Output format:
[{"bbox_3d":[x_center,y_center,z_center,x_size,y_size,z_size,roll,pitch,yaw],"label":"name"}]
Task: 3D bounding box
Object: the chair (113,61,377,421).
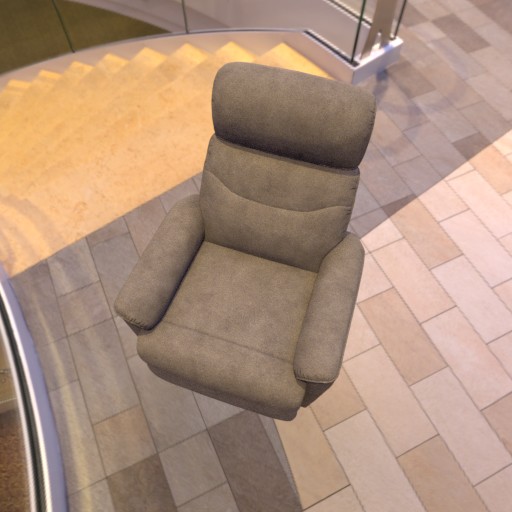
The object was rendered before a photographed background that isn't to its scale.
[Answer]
[{"bbox_3d":[0.000,0.000,1.754,0.830,1.036,1.009,16,61,9],"label":"chair"}]
